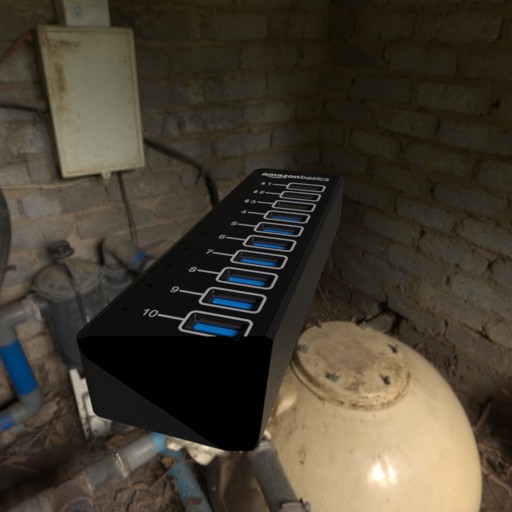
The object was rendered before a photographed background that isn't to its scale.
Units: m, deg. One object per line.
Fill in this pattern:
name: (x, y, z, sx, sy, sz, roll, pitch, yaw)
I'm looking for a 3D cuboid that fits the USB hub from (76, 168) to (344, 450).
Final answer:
USB hub: (0.000, 0.000, 0.160, 0.044, 0.023, 0.145, 8, 28, 15)
